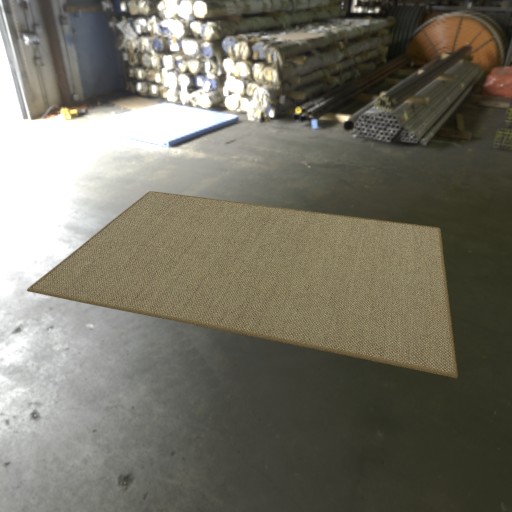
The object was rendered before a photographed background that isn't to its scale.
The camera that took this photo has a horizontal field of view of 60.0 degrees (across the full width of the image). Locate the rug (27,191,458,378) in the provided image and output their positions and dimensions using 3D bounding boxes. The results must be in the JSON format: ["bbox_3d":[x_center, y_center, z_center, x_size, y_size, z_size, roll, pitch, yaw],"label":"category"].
[{"bbox_3d":[0.000,0.000,2.053,1.667,0.013,1.062,9,33,14],"label":"rug"}]
